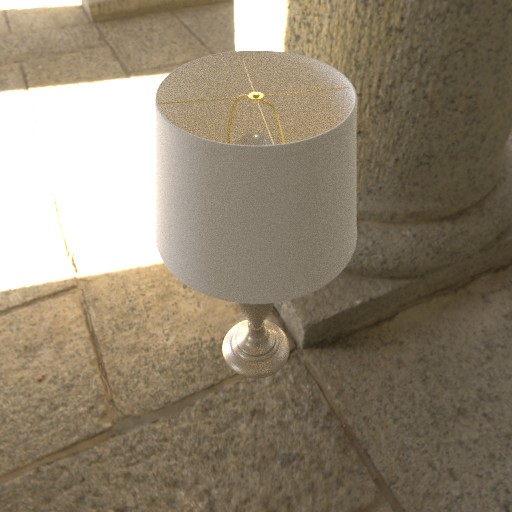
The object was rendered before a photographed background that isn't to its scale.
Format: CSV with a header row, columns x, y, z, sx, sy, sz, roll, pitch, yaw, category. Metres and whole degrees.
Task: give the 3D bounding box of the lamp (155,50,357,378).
x,y,z,sx,sy,sz,roll,pitch,yaw,category
0.000,0.000,0.785,0.328,0.612,0.328,0,47,0,lamp
